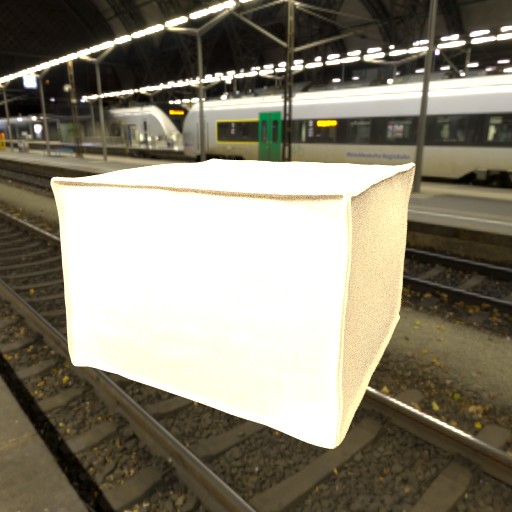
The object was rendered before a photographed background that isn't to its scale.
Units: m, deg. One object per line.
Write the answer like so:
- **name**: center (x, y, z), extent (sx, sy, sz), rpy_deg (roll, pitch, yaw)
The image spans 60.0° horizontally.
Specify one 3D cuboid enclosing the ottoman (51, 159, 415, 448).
- **ottoman**: center (0.000, 0.000, 1.144), extent (0.696, 0.470, 0.707), rpy_deg (8, 17, 26)
